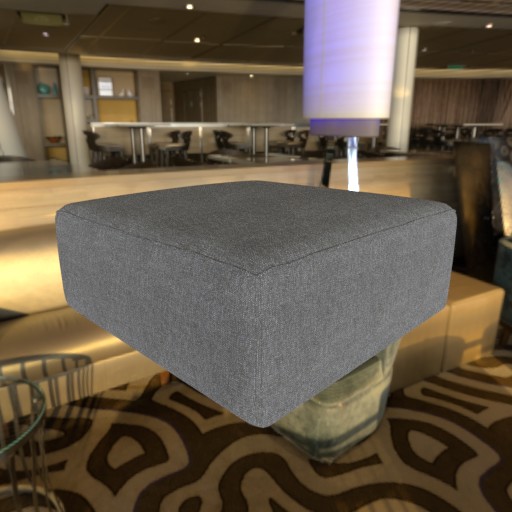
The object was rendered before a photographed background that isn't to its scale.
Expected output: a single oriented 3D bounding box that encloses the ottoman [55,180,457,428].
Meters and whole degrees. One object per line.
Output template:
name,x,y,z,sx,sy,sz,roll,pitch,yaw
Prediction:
ottoman,0.000,0.000,1.549,1.000,0.439,1.000,16,23,43
